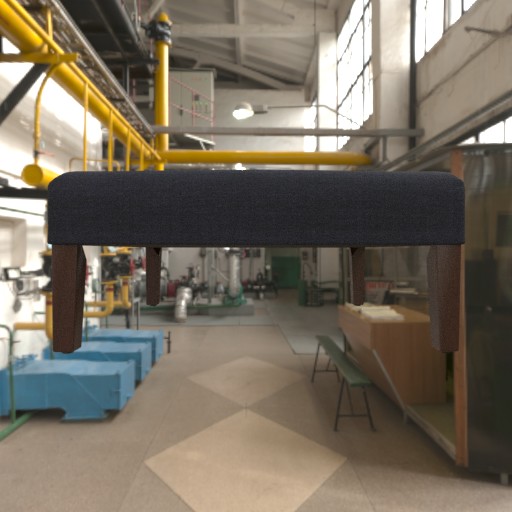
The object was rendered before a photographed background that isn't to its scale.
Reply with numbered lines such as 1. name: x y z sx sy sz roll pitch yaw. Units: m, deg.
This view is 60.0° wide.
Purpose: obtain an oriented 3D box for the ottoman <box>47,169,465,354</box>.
1. ottoman: 0.000 0.000 1.374 0.890 0.411 0.889 0 1 0
